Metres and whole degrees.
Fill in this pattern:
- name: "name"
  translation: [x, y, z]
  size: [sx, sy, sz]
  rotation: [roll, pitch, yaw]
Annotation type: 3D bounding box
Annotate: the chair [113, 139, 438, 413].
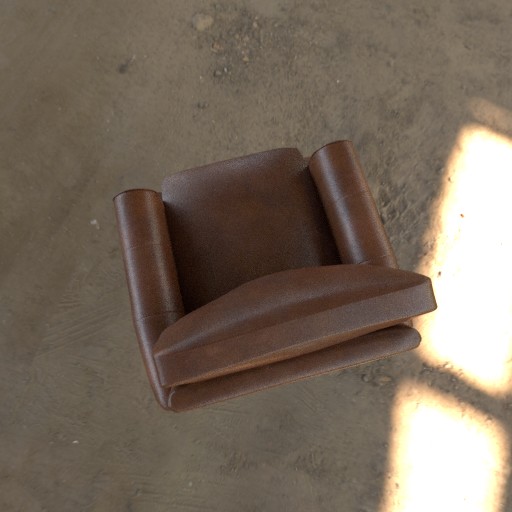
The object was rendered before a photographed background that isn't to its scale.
- name: "chair"
  translation: [0.000, 0.000, 1.746]
  size: [0.989, 0.972, 0.992]
  rotation: [-14, 75, -4]
